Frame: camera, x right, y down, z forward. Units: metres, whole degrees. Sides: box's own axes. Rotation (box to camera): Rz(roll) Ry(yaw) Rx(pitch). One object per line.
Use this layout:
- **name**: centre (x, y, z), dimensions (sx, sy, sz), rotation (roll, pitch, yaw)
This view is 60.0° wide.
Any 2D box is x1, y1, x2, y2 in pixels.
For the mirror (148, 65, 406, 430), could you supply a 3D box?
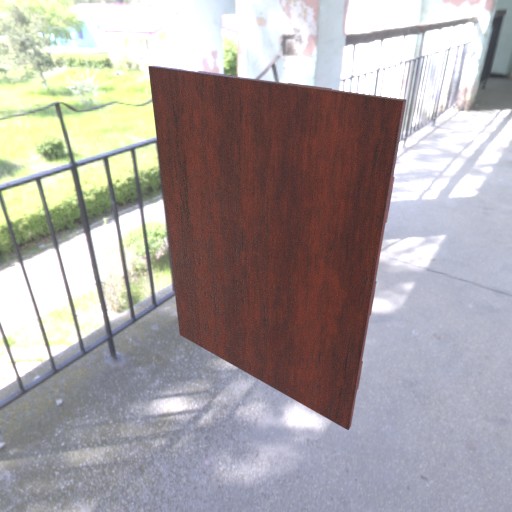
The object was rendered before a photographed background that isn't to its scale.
- **mirror**: centre (0.000, 0.000, 1.073), dimensions (0.600, 0.805, 0.021), rotation (21, 37, 31)
